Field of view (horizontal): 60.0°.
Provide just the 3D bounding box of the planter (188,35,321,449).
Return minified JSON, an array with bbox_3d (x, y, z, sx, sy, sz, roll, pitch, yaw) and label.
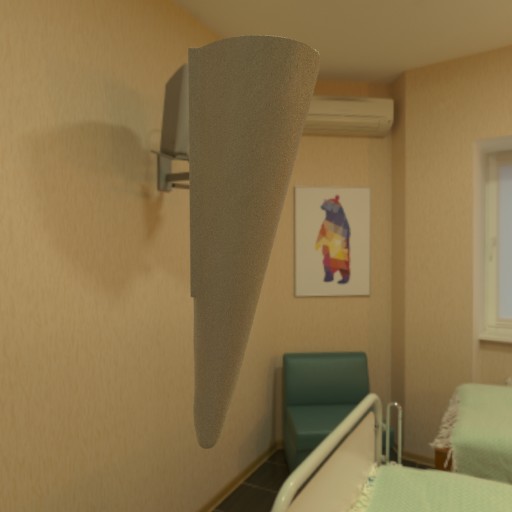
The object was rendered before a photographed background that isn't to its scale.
[{"bbox_3d":[0.000,0.000,0.220,0.064,0.191,0.057,0,1,-1],"label":"planter"}]
